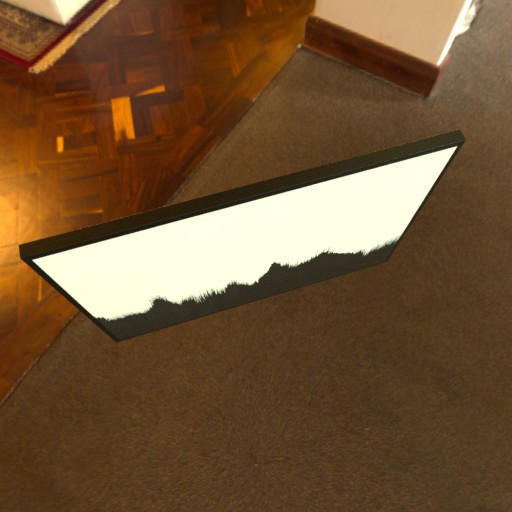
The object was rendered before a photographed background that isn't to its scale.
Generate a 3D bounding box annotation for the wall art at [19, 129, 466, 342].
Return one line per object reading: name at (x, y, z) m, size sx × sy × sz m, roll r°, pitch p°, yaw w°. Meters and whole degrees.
wall art at (0.000, 0.000, 0.832) m, size 0.659 × 0.446 × 0.022 m, roll -16°, pitch 66°, yaw -7°
